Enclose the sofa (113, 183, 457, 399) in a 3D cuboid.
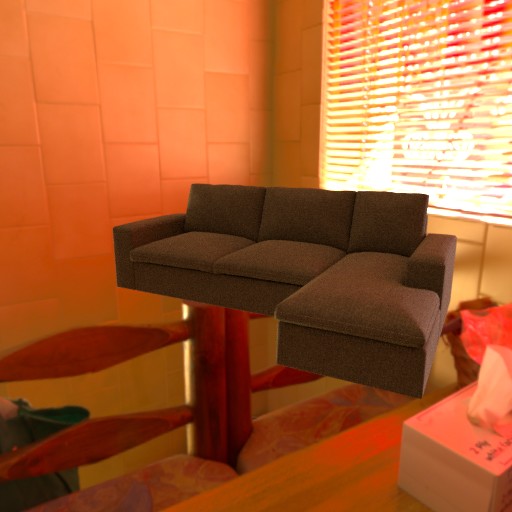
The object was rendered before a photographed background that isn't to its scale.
[{"bbox_3d":[0.000,0.000,3.424,2.718,0.940,1.689,7,15,27],"label":"sofa"}]
